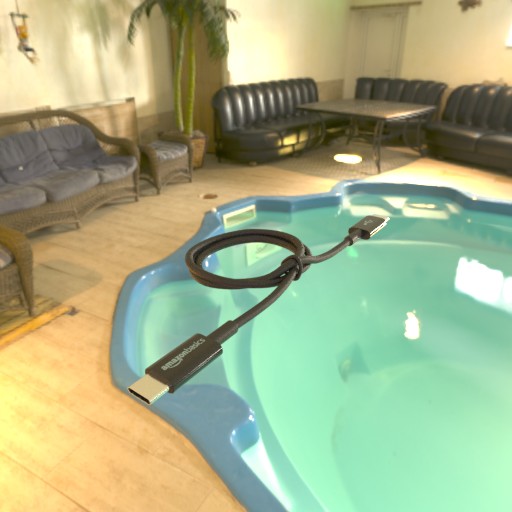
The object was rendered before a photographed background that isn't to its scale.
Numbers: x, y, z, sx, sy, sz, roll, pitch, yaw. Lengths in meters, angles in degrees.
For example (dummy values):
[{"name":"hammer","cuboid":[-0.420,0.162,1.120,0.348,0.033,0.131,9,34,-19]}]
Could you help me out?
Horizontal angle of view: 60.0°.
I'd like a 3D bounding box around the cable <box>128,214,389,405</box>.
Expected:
[{"name":"cable","cuboid":[0.000,0.000,0.231,0.070,0.014,0.203,17,31,32]}]
